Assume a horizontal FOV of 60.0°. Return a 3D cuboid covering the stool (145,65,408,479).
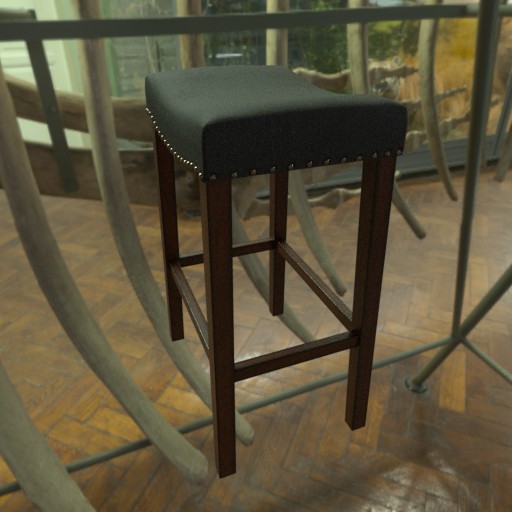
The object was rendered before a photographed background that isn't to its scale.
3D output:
[{"bbox_3d":[0.000,0.000,1.016,0.366,0.760,0.502,-11,32,-19],"label":"stool"}]
